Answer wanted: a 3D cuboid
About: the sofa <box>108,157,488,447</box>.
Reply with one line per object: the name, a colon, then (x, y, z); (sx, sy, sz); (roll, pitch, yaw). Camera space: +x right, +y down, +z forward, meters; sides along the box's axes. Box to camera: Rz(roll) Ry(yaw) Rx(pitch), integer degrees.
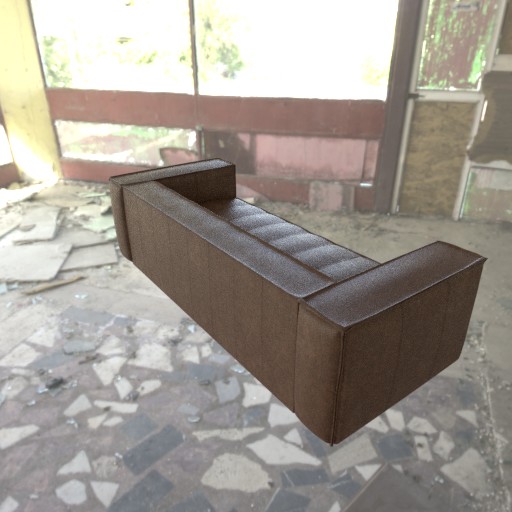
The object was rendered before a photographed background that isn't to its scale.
sofa: (0.000, 0.000, 3.015); (1.102, 0.701, 2.581); (-18, 32, -32)
